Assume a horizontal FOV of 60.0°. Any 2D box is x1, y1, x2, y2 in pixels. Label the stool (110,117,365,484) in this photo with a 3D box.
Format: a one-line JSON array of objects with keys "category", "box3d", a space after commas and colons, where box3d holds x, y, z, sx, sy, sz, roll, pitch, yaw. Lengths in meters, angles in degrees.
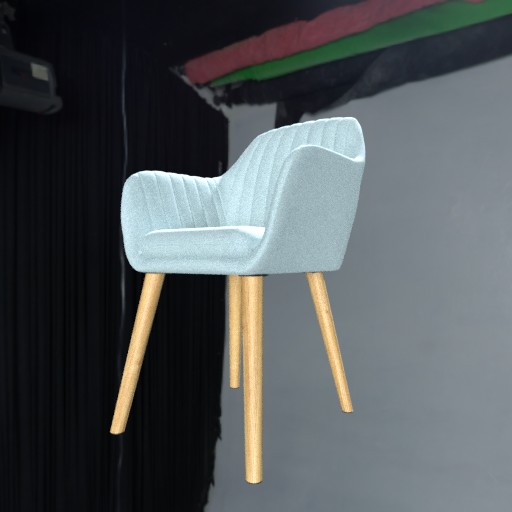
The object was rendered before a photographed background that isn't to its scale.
[{"category": "stool", "box3d": [0.000, 0.000, 1.157, 0.503, 0.830, 0.590, 0, 0, 35]}]
